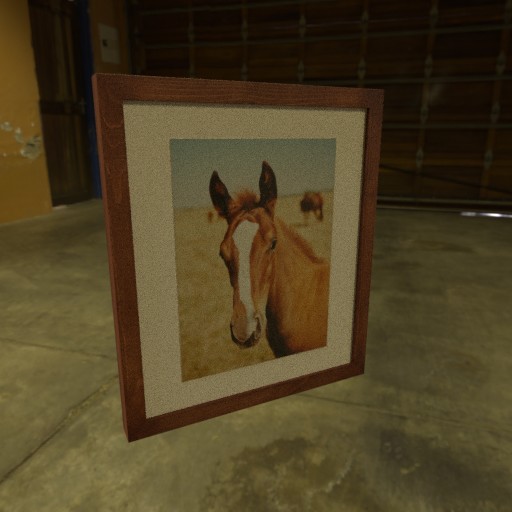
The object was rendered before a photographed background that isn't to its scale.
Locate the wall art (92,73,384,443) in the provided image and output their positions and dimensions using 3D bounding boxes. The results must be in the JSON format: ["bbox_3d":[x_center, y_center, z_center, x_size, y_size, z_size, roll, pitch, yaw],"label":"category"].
[{"bbox_3d":[0.000,0.000,0.524,0.330,0.381,0.030,-7,17,-26],"label":"wall art"}]
